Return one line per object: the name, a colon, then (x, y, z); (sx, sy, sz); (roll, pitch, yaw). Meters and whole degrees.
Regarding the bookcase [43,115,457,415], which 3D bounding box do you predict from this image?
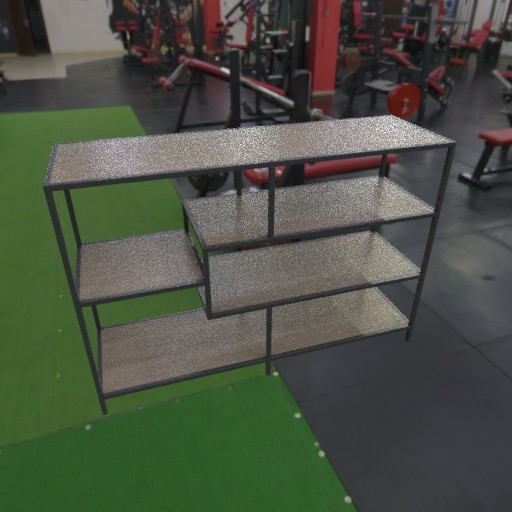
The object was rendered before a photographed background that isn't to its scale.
bookcase: (0.000, 0.000, 1.508); (1.140, 0.780, 0.350); (-9, 32, -15)
